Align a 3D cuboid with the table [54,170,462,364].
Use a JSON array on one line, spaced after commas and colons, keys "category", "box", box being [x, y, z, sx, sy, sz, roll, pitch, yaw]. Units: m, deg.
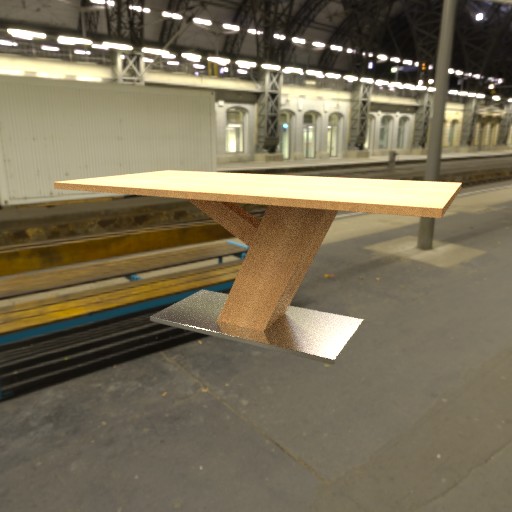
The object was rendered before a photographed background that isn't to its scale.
[{"category": "table", "box": [0.000, 0.000, 2.282, 1.800, 0.750, 0.900, 8, 17, 27]}]
